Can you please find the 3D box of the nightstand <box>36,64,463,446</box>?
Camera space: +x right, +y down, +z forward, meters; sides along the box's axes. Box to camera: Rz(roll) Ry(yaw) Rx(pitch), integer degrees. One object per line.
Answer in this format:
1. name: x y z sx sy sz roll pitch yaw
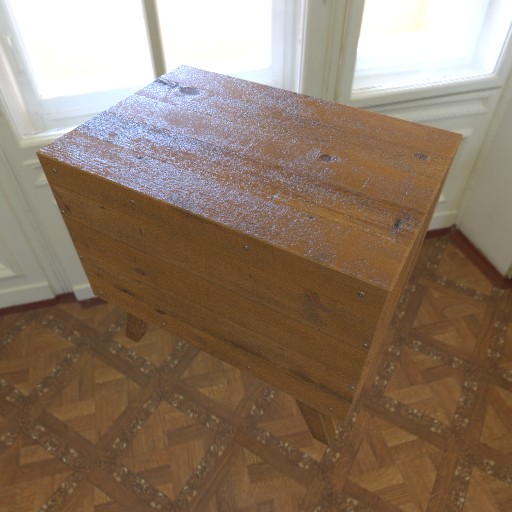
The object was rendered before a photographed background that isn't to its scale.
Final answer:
1. nightstand: 0.000 0.000 1.026 0.650 0.599 0.450 22 50 20
